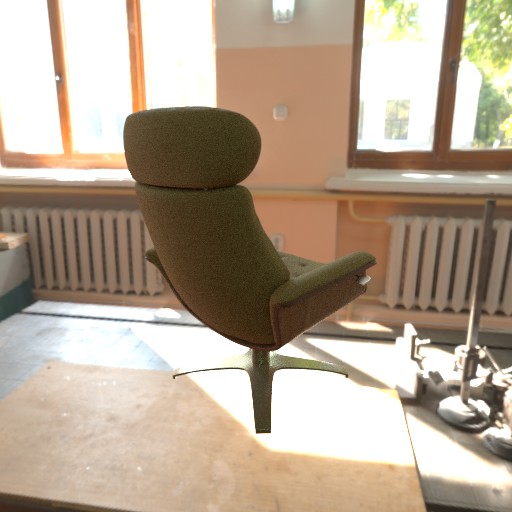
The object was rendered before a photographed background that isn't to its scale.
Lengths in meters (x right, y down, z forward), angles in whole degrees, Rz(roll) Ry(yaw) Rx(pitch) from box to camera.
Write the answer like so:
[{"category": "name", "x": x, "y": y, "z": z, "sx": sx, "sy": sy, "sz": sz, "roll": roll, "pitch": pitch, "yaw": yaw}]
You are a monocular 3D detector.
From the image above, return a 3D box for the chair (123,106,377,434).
[{"category": "chair", "x": 0.000, "y": 0.000, "z": 1.612, "sx": 0.837, "sy": 0.995, "sz": 0.785, "roll": -14, "pitch": 21, "yaw": -43}]
